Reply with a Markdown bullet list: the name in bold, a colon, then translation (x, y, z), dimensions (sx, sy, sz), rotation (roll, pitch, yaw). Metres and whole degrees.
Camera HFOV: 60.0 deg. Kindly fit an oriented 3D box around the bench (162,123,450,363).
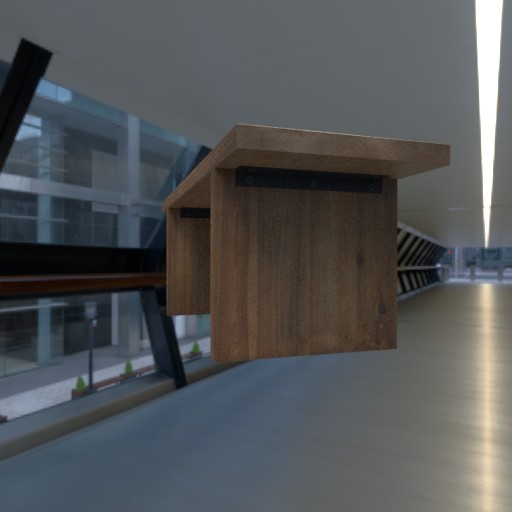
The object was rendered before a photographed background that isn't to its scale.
- **bench**: translation (0.000, 0.000, 1.406), dimensions (0.458, 0.458, 1.183), rotation (0, 0, -18)
